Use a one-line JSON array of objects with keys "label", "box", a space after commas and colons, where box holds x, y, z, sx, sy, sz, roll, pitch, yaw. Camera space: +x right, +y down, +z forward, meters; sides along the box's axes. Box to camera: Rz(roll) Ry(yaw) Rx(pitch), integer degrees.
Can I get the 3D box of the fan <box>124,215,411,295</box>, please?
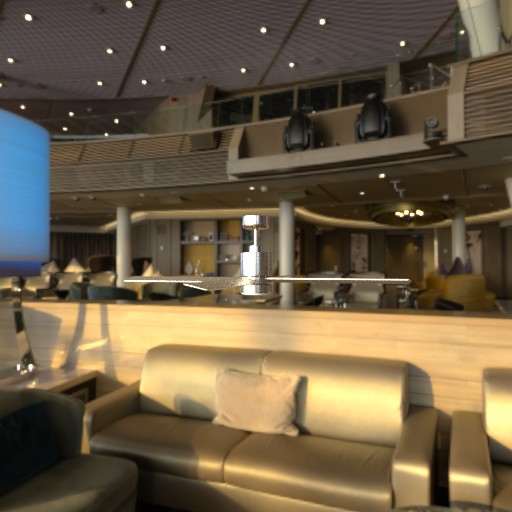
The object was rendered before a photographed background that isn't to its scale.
[{"label": "fan", "box": [0.000, 0.000, 2.007, 1.322, 0.355, 1.322, 0, -1, 17]}]
